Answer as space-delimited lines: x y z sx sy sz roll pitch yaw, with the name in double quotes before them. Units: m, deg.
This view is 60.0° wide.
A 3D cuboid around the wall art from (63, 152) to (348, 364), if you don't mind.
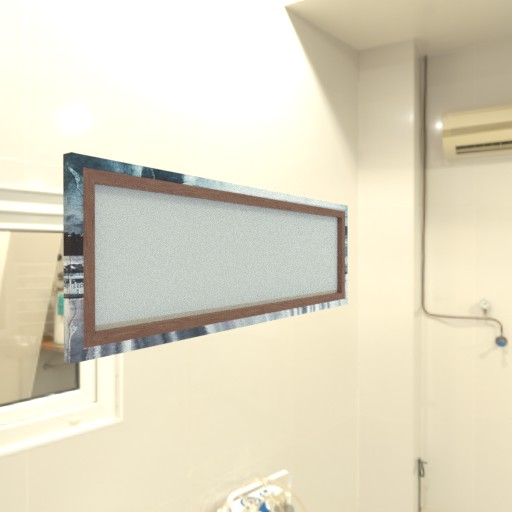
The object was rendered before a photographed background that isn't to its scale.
"wall art" 0.000 0.000 1.683 0.037 0.509 1.524 0 1 37
